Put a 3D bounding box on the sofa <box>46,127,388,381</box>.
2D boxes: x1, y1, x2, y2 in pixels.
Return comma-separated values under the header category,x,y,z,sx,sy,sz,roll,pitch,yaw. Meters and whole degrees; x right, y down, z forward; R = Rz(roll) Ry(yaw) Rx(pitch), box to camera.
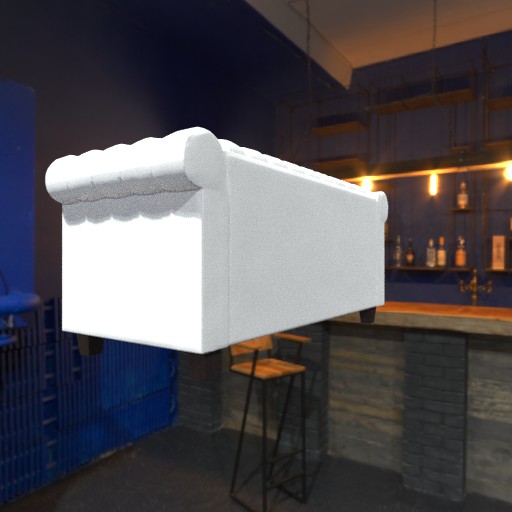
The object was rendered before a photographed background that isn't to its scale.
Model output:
category,x,y,z,sx,sy,sz,roll,pitch,yaw
sofa,0.000,0.000,2.225,0.771,0.796,1.798,0,0,35
